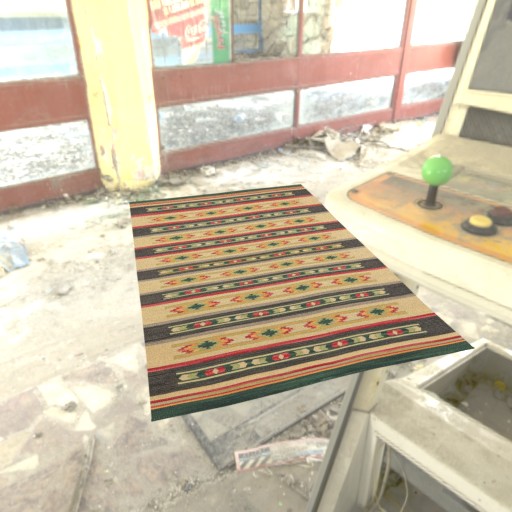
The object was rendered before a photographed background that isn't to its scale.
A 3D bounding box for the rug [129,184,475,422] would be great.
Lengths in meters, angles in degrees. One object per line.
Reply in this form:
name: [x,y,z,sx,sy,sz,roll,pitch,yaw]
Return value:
rug: [0.000,0.000,2.887,1.522,0.010,2.311,-8,31,-14]
